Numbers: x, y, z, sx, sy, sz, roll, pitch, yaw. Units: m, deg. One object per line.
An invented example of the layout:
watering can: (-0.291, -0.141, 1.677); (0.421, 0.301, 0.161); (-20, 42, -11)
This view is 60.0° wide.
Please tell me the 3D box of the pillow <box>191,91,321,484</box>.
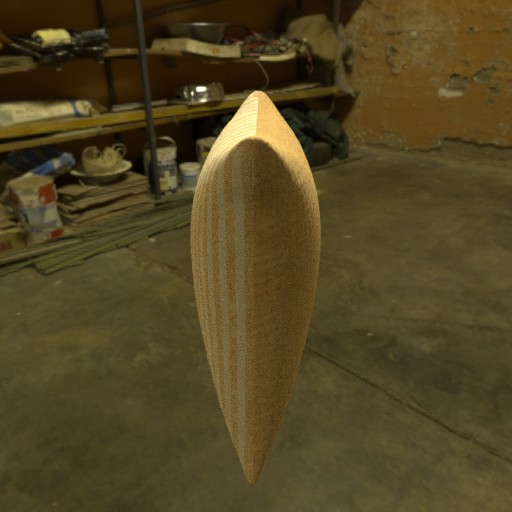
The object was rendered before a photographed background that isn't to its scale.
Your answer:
pillow: (0.000, 0.000, 0.629); (0.173, 0.407, 0.419); (0, 26, 1)
